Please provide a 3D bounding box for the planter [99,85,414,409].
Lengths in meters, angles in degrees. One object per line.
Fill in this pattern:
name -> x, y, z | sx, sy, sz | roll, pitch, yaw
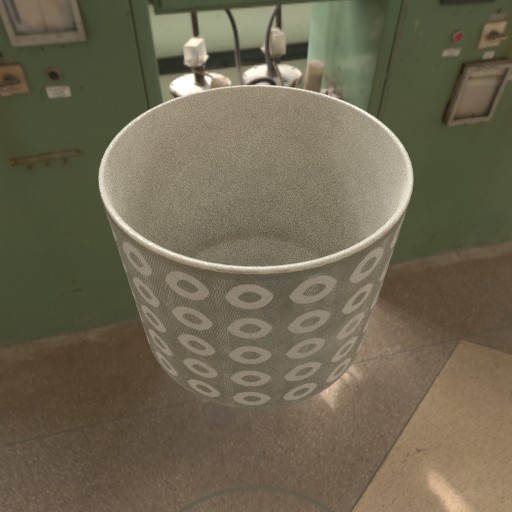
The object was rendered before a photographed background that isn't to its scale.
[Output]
planter -> 0.000, 0.000, 0.340 | 0.190, 0.181, 0.190 | 0, 47, 0
